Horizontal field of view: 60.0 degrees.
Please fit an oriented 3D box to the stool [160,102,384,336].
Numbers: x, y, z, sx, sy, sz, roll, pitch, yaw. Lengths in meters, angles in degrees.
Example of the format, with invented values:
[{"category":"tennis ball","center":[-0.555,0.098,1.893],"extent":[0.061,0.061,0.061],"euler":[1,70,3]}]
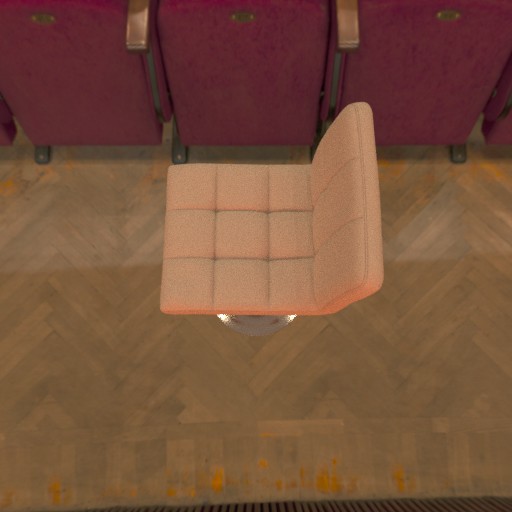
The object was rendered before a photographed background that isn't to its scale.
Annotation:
[{"category":"stool","center":[0.000,0.000,1.421],"extent":[0.505,1.115,0.430],"euler":[0,75,0]}]
